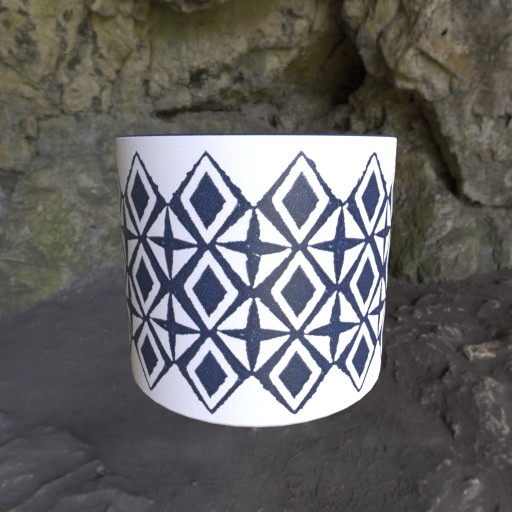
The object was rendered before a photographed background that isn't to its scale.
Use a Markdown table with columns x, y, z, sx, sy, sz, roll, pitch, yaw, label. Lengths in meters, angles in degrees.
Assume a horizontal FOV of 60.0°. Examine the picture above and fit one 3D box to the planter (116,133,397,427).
| x | y | z | sx | sy | sz | roll | pitch | yaw | label |
| --- | --- | --- | --- | --- | --- | --- | --- | --- | --- |
| 0.000 | 0.000 | 0.318 | 0.182 | 0.165 | 0.182 | 0 | 14 | 0 | planter |
